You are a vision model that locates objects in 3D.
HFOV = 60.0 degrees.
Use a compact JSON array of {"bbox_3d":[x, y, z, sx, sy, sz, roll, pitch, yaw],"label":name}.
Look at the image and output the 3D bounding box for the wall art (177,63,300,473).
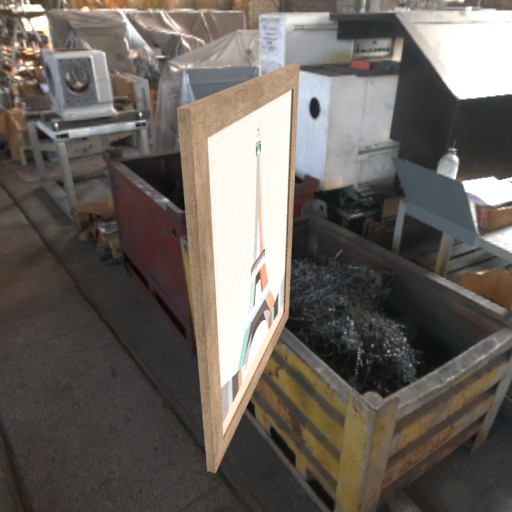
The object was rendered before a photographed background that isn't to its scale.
[{"bbox_3d":[0.000,0.000,0.919,0.018,0.686,0.534,10,31,17],"label":"wall art"}]
